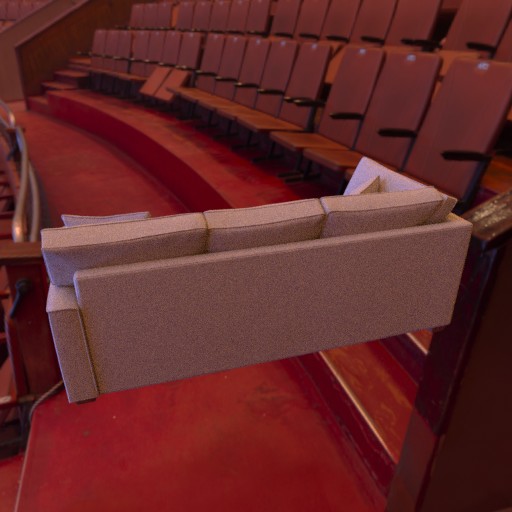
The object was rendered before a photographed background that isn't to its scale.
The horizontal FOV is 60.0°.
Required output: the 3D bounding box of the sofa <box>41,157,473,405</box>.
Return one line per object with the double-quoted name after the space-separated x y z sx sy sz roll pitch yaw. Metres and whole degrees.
0.000 0.000 2.803 2.317 0.962 1.061 -8 28 -15 "sofa"
